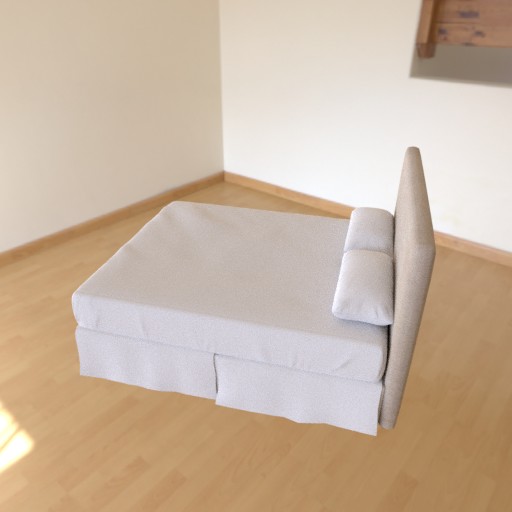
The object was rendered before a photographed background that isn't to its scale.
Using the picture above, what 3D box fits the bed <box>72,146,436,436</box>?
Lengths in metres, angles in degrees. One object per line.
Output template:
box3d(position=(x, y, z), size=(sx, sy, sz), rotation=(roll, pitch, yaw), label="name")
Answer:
box3d(position=(0.000, 0.000, 3.238), size=(2.162, 1.330, 1.713), rotation=(8, 31, 13), label="bed")
